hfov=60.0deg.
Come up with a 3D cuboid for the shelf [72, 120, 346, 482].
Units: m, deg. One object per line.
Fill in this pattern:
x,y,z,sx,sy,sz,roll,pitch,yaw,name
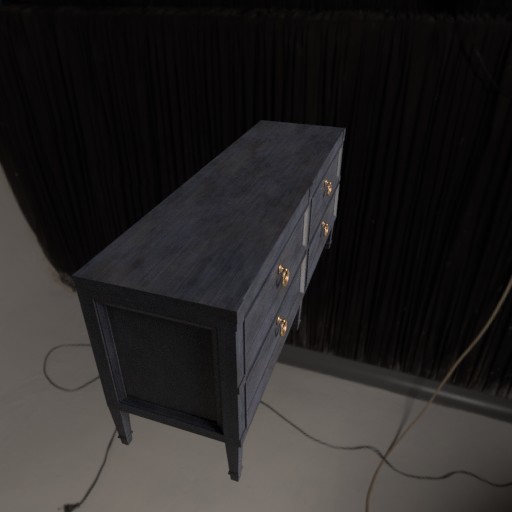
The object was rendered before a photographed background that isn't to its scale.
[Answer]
0.000,0.000,1.916,0.479,0.719,1.575,10,34,16,shelf
